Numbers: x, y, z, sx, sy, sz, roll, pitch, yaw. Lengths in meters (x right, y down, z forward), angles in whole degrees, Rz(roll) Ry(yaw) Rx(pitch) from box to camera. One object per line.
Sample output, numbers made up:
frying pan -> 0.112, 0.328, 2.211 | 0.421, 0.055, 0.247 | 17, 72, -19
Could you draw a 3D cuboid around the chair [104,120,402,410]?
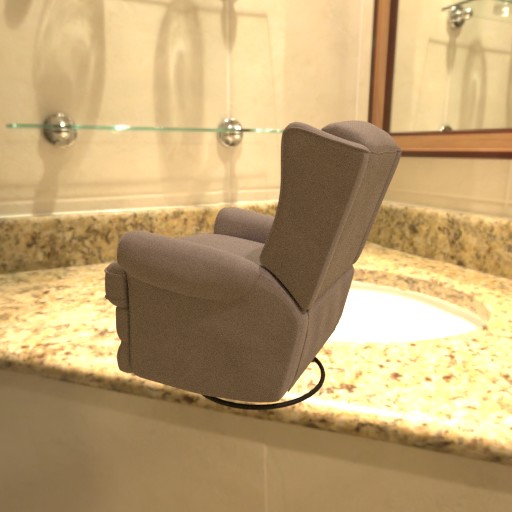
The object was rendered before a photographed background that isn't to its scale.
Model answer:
chair -> 0.000, 0.000, 1.760 | 0.969, 1.011, 0.847 | 7, 16, 25
